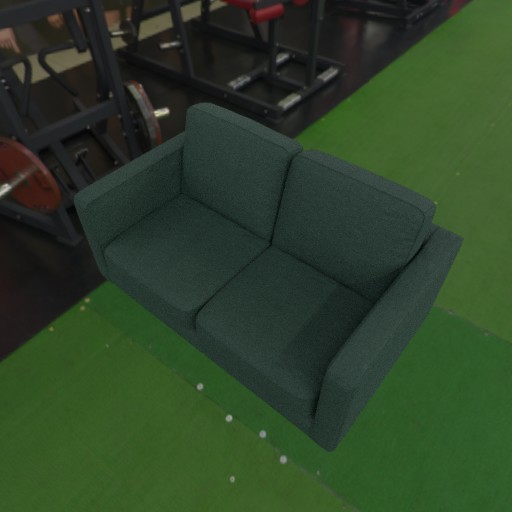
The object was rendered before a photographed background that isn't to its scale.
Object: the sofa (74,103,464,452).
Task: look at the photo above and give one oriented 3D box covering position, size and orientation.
[{"bbox_3d":[0.000,0.000,2.006,1.430,0.899,0.879,31,54,26],"label":"sofa"}]
